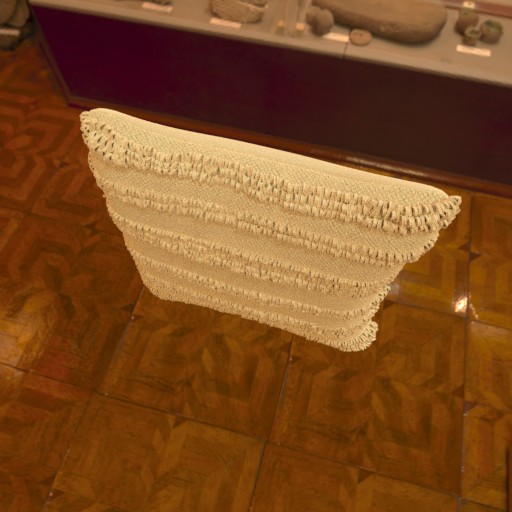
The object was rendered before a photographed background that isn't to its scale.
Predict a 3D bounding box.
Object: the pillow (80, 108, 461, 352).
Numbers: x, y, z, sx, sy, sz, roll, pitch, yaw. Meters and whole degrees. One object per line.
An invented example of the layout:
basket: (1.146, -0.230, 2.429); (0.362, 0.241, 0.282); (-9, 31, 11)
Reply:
pillow: (0.000, 0.000, 0.652); (0.437, 0.427, 0.145); (15, 61, 9)
